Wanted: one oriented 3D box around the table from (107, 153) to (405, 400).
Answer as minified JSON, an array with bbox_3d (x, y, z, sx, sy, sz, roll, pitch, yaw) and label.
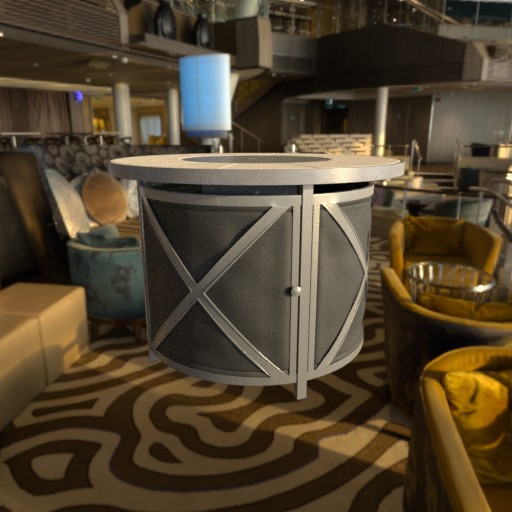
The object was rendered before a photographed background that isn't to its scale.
[{"bbox_3d":[0.000,0.000,1.513,0.914,0.650,0.914,0,15,0],"label":"table"}]
